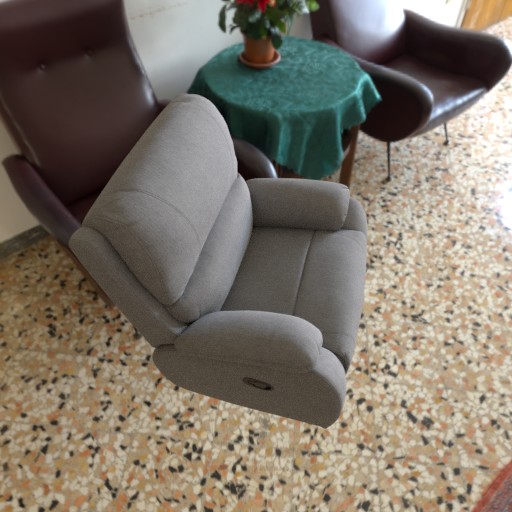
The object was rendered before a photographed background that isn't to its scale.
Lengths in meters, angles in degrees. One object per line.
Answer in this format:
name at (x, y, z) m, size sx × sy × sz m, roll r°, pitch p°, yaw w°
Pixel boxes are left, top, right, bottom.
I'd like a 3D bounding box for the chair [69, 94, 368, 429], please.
chair at (0.000, 0.000, 1.760) m, size 0.899 × 1.011 × 0.930 m, roll 11°, pitch 50°, yaw 10°
